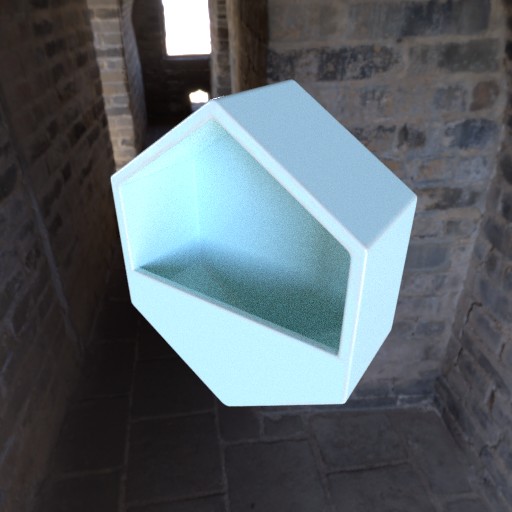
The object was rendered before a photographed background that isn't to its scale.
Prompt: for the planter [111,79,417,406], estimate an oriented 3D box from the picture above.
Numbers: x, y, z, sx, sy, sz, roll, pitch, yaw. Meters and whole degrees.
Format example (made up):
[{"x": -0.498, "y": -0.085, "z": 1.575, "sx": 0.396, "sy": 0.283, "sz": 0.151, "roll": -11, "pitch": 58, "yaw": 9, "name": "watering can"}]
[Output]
[{"x": 0.000, "y": 0.000, "z": 0.288, "sx": 0.169, "sy": 0.207, "sz": 0.078, "roll": 19, "pitch": 35, "yaw": 29, "name": "planter"}]
